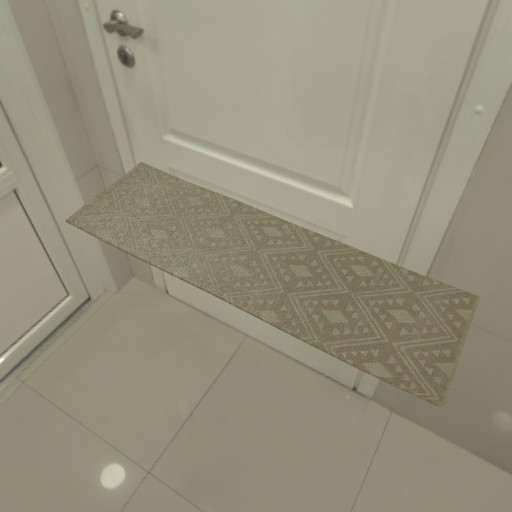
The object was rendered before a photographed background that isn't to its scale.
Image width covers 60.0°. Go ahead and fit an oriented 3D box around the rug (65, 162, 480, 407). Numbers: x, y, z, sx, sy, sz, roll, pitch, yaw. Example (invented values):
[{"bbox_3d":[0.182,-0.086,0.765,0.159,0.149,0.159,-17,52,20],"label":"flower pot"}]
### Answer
[{"bbox_3d":[0.000,0.000,2.676,2.452,0.051,0.752,24,52,20],"label":"rug"}]
